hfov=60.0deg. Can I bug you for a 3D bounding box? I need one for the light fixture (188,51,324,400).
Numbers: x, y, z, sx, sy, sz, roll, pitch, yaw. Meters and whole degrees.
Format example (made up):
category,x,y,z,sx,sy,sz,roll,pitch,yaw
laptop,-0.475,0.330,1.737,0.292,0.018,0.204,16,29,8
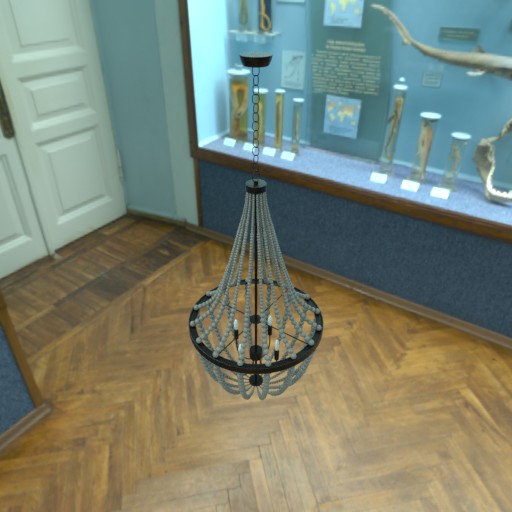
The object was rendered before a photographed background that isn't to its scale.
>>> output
category,x,y,z,sx,sy,sz,roll,pitch,yaw
light fixture,0.000,0.000,1.352,0.450,1.133,0.450,0,33,0
